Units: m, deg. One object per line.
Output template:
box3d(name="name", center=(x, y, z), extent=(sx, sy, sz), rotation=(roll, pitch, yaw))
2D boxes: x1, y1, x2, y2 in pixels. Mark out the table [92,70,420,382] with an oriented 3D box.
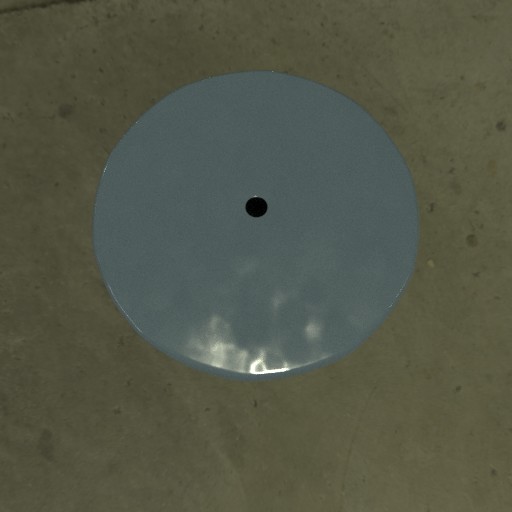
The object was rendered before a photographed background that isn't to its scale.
box3d(name="table", center=(0.000, 0.000, 0.649), extent=(0.352, 0.387, 0.352), rotation=(0, 75, 0))
